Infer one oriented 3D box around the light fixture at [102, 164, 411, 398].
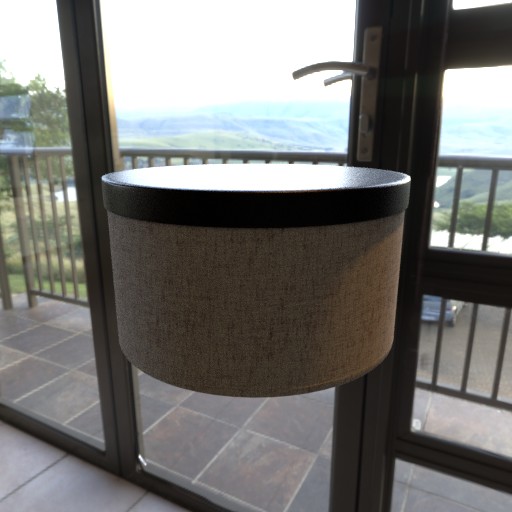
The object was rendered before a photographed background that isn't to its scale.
[{"bbox_3d":[0.000,0.000,0.618,0.389,0.229,0.389,0,15,0],"label":"light fixture"}]
